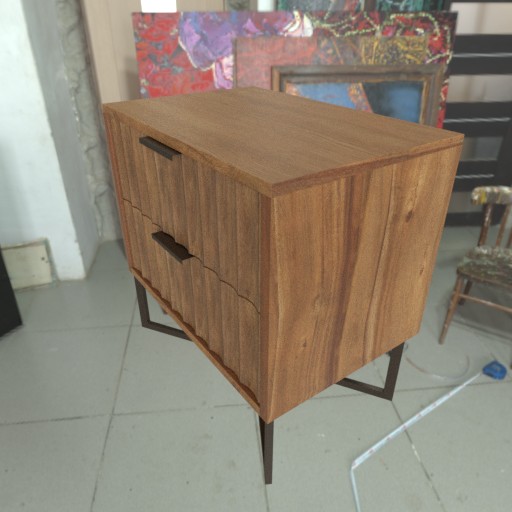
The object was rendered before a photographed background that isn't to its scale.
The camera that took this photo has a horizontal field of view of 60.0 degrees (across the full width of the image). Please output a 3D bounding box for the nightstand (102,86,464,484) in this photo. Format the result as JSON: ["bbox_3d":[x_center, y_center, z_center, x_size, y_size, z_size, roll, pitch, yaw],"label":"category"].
[{"bbox_3d":[0.000,0.000,1.007,0.427,0.615,0.613,-20,35,-30],"label":"nightstand"}]
